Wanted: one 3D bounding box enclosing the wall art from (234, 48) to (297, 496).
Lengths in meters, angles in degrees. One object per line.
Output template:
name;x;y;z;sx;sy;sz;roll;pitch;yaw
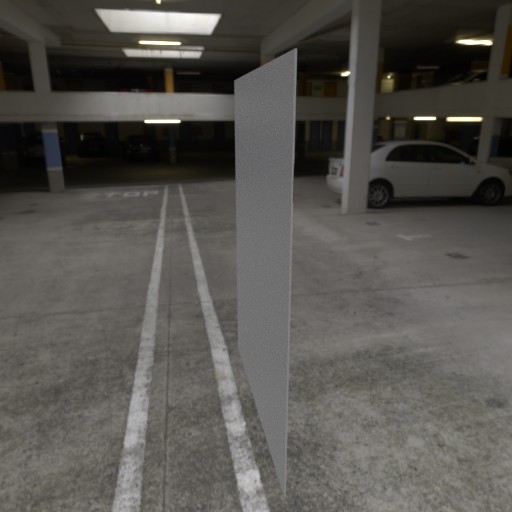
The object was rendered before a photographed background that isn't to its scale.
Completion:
wall art;0.000;0.000;0.782;0.003;0.609;0.457;-3;18;-10
